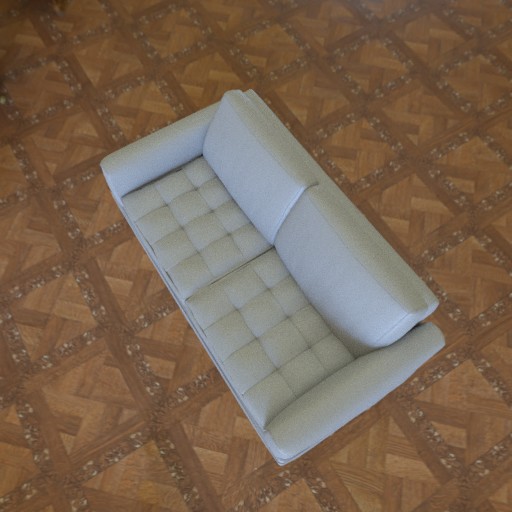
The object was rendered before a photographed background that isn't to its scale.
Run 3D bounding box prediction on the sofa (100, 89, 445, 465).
[{"bbox_3d":[0.000,0.000,2.744,1.121,0.930,2.177,-31,68,-14],"label":"sofa"}]
